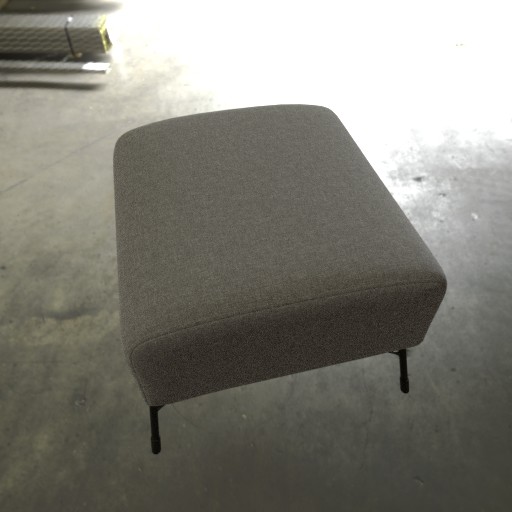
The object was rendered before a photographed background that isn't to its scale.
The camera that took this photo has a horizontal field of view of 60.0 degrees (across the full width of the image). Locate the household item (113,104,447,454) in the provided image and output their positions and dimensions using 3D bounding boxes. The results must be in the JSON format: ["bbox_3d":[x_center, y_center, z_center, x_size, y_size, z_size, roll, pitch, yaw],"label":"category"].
[{"bbox_3d":[0.000,0.000,0.894,0.530,0.410,0.530,-10,49,-9],"label":"household item"}]
